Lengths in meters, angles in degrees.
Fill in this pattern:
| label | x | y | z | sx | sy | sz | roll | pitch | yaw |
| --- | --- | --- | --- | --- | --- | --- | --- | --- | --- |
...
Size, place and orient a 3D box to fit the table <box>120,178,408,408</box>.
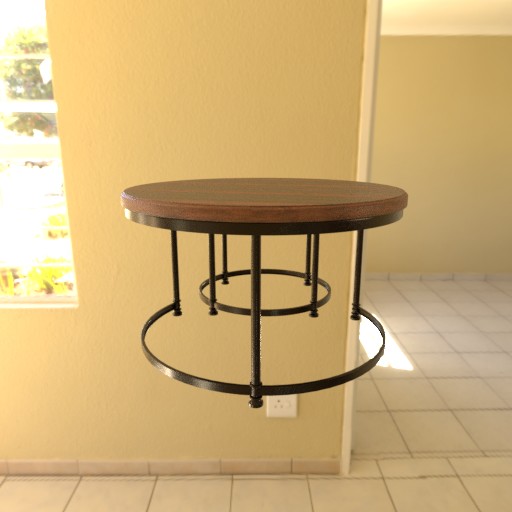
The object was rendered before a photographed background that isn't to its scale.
| label | x | y | z | sx | sy | sz | roll | pitch | yaw |
| --- | --- | --- | --- | --- | --- | --- | --- | --- | --- |
| table | 0.000 | 0.000 | 1.601 | 0.870 | 0.516 | 1.152 | -2 | 14 | -10 |
